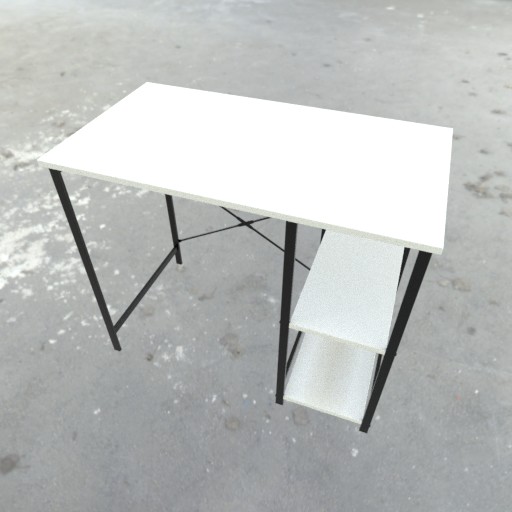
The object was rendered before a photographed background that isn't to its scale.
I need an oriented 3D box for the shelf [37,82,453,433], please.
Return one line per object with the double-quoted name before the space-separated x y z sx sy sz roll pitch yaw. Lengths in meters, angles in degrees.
"shelf" 0.000 0.000 1.340 0.902 0.750 0.498 14 44 15
